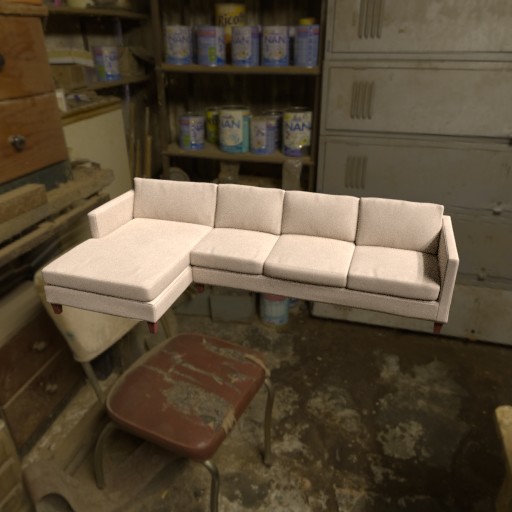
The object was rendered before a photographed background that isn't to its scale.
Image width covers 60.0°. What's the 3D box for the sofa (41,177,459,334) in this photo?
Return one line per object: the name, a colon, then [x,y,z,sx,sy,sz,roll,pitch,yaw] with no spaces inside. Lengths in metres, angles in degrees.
sofa: [0.000,0.000,3.837,3.186,0.846,1.625,8,27,16]
